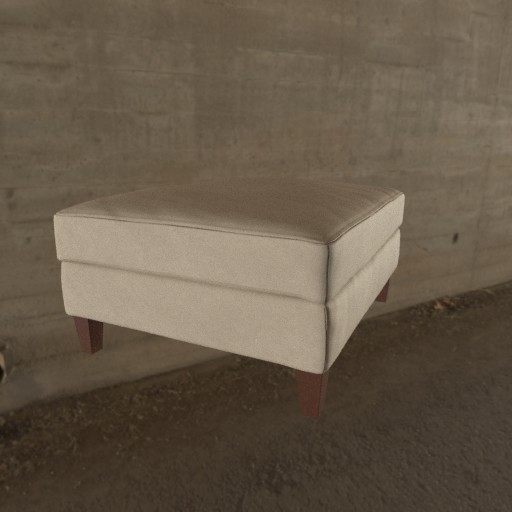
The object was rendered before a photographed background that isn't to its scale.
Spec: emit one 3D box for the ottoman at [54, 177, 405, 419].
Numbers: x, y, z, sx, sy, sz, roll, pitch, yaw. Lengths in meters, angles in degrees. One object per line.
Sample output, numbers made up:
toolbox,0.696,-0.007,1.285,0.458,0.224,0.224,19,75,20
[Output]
ottoman,0.000,0.000,1.534,0.836,0.492,1.002,7,17,25
